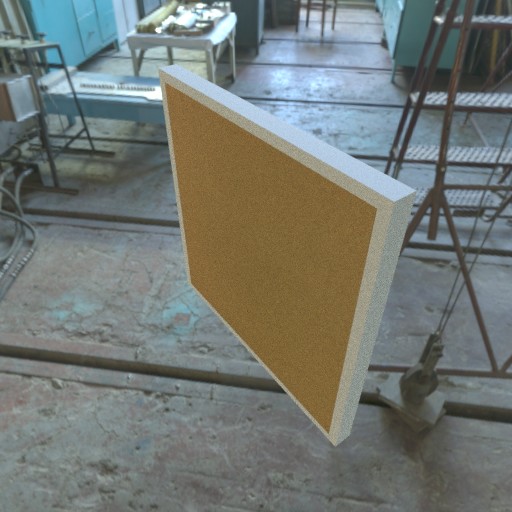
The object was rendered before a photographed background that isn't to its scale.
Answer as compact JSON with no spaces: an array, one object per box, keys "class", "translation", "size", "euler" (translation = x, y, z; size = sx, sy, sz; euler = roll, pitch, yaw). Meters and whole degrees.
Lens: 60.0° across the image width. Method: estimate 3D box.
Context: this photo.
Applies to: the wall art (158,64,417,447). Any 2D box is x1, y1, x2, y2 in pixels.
[{"class":"wall art","translation":[0.000,0.000,0.768],"size":[0.035,0.507,0.508],"euler":[-26,47,-27]}]
